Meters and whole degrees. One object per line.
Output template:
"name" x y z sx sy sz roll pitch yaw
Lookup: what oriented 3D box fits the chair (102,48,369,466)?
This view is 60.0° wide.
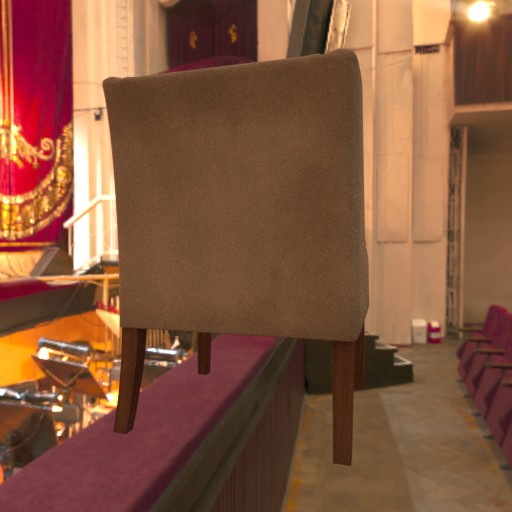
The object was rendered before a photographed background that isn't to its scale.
"chair" 0.000 0.000 1.300 0.629 0.895 0.629 1 2 17
